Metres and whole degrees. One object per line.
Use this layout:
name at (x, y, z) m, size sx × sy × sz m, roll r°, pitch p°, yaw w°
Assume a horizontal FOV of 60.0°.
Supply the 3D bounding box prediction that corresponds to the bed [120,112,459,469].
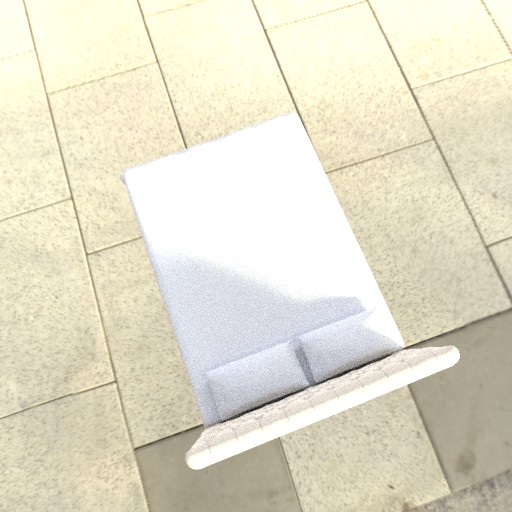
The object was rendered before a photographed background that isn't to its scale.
bed at (0.000, 0.000, 3.453) m, size 1.698 × 1.427 × 2.387 m, roll -20°, pitch 77°, yaw -5°
